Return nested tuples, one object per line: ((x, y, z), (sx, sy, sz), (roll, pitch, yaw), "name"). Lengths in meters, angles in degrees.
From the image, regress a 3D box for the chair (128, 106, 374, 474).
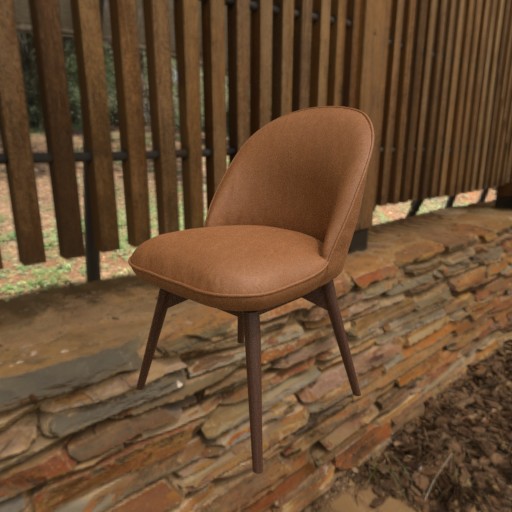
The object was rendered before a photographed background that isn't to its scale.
((0.000, 0.000, 1.256), (0.521, 0.831, 0.631), (14, 21, 42), "chair")
